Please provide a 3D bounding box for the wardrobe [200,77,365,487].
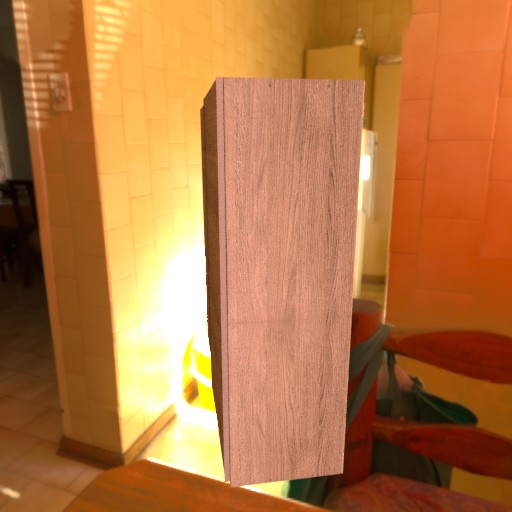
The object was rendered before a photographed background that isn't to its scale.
[{"bbox_3d":[0.000,0.000,2.908,0.629,1.960,1.780,-2,15,-9],"label":"wardrobe"}]
